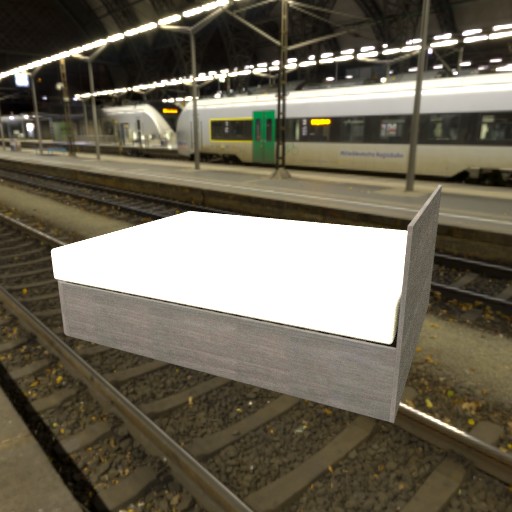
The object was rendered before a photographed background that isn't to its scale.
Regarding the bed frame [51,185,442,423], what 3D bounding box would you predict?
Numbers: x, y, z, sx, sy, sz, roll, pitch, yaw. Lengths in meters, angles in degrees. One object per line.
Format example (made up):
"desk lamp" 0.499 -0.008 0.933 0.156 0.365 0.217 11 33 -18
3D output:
"bed frame" 0.000 0.000 2.663 1.900 0.800 1.400 7 17 25
